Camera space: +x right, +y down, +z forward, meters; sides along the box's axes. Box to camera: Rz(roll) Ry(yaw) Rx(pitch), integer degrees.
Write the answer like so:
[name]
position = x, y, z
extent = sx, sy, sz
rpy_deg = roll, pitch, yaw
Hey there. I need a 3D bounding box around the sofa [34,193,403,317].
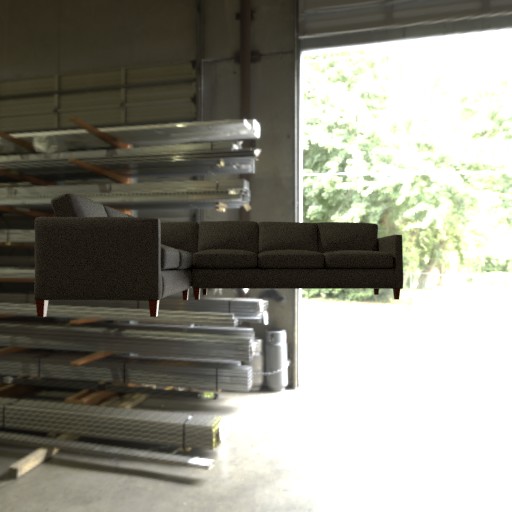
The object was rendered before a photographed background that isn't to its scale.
[sofa]
position = 0.000, 0.000, 4.509
extent = 3.302, 0.947, 2.593
rpy_deg = 0, -1, -1
